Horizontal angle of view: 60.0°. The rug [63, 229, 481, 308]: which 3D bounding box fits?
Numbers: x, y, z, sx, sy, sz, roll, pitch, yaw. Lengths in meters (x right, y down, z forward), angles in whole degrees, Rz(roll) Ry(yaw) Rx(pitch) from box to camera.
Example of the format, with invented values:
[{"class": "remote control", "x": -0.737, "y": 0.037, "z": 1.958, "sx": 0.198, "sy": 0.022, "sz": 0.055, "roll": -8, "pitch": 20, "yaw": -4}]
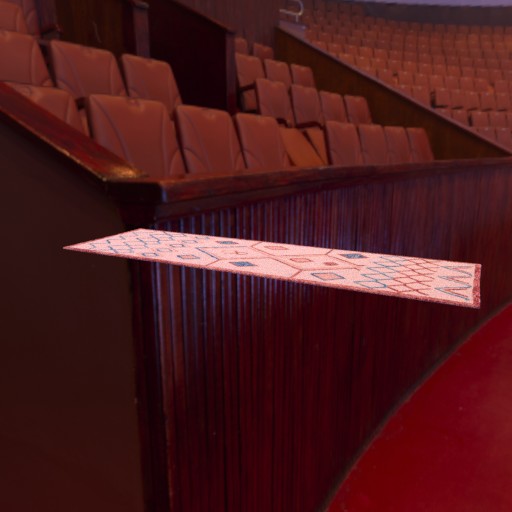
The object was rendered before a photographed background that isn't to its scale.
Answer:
[{"class": "rug", "x": 0.000, "y": 0.000, "z": 2.677, "sx": 2.435, "sy": 0.011, "sz": 0.750, "roll": 7, "pitch": 16, "yaw": 26}]
